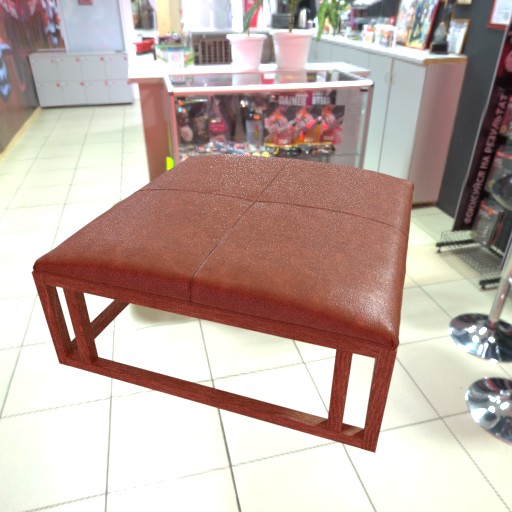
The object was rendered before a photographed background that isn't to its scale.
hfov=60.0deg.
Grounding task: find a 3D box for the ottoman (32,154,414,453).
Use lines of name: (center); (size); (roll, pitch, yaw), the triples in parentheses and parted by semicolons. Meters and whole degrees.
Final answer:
ottoman: (0.000, 0.000, 1.601); (1.013, 0.442, 1.016); (10, 32, 16)
